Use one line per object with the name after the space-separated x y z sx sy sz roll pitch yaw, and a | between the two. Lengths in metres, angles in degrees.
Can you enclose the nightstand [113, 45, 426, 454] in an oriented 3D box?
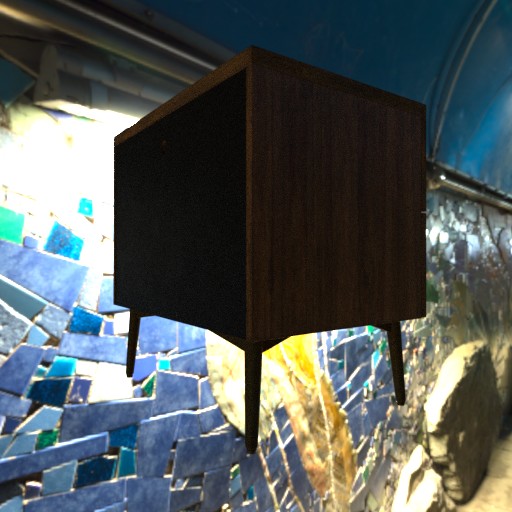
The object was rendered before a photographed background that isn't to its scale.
0.000 0.000 1.020 0.458 0.610 0.610 0 0 -36 | nightstand
